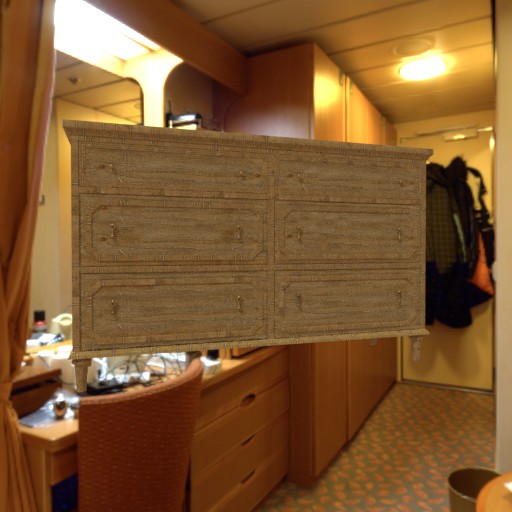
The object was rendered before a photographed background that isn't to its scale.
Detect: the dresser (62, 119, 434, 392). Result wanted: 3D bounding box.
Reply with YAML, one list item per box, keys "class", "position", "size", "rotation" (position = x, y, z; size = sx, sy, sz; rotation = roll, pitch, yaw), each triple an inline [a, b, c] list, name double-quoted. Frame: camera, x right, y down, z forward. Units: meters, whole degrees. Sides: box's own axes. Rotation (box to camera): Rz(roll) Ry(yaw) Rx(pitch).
- class: "dresser"
  position: [0.000, 0.000, 2.088]
  size: [1.626, 1.016, 0.457]
  rotation: [0, 1, -18]
